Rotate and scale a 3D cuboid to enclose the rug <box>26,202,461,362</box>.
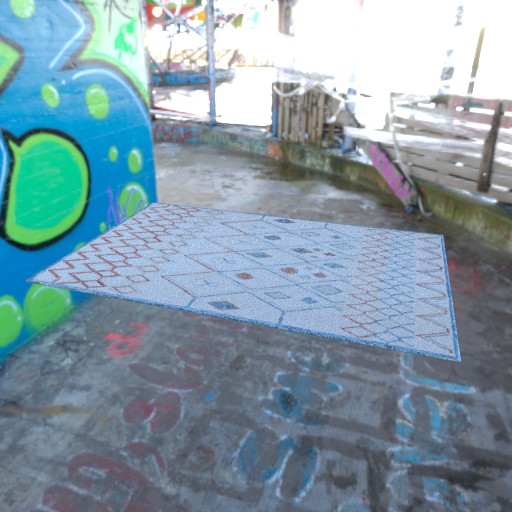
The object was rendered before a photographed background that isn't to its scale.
[{"bbox_3d":[0.000,0.000,2.993,2.438,0.015,1.524,8,27,16],"label":"rug"}]
